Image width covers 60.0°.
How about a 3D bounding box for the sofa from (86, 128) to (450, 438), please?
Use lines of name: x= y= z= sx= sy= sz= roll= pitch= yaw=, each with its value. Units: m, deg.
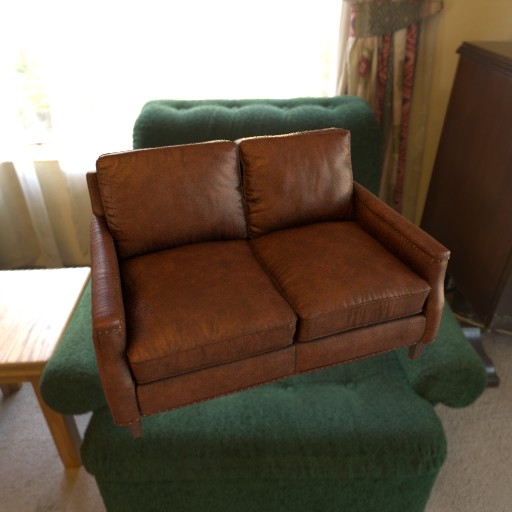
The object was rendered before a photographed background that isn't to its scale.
sofa: x=0.000 y=0.000 z=2.268 sx=1.628 sy=1.003 sz=1.083 roll=-10 pitch=34 yaw=-16
